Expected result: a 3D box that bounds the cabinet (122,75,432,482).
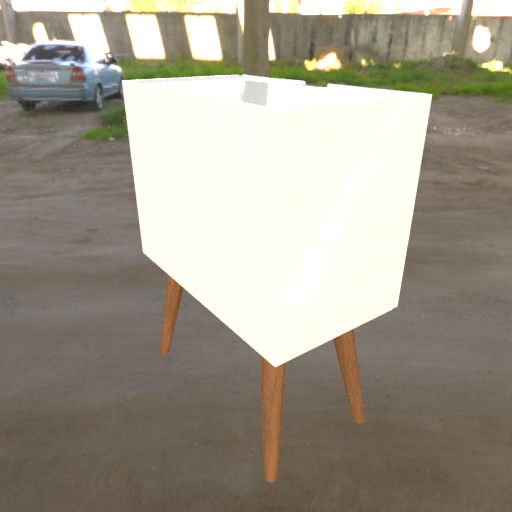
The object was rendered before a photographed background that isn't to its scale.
[{"bbox_3d":[0.000,0.000,1.074,0.344,0.772,0.591,-18,31,-32],"label":"cabinet"}]
